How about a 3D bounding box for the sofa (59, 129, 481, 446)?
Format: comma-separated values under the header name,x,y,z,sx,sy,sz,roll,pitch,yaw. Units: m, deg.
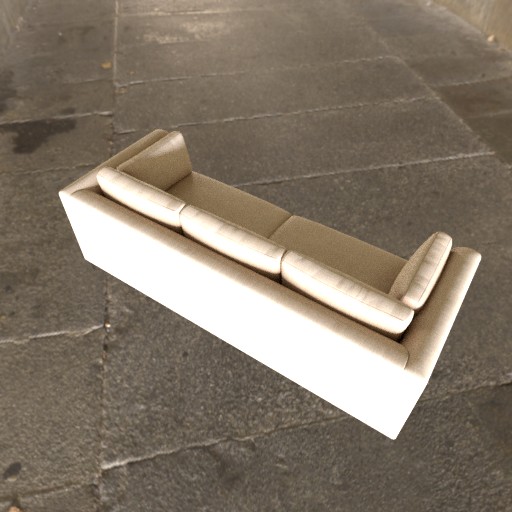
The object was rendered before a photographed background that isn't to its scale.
name,x,y,z,sx,sy,sz,roll,pitch,yaw
sofa,0.000,0.000,2.882,2.415,0.867,0.969,26,51,23
